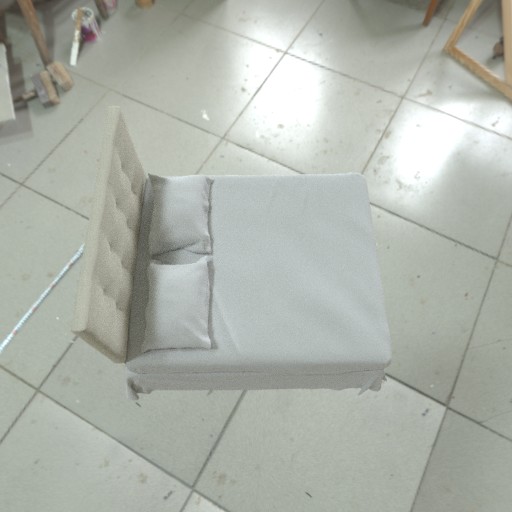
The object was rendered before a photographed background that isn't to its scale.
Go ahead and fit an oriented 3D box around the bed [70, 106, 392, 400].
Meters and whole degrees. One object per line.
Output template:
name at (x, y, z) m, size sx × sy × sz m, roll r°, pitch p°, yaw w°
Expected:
bed at (0.000, 0.000, 3.461) m, size 2.222 × 1.577 × 1.936 m, roll -1°, pitch 65°, yaw 0°
